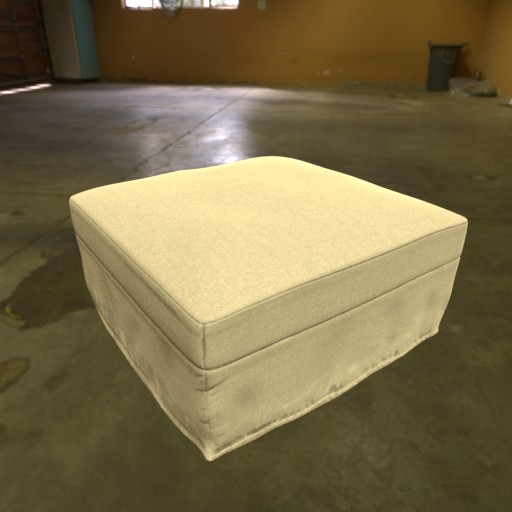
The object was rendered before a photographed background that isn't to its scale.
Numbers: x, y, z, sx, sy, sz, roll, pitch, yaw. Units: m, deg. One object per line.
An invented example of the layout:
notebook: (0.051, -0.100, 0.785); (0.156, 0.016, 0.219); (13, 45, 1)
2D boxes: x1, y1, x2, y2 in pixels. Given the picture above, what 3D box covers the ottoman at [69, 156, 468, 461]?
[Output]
ottoman: (0.000, 0.000, 1.330); (0.843, 0.436, 0.840); (-18, 32, -31)
